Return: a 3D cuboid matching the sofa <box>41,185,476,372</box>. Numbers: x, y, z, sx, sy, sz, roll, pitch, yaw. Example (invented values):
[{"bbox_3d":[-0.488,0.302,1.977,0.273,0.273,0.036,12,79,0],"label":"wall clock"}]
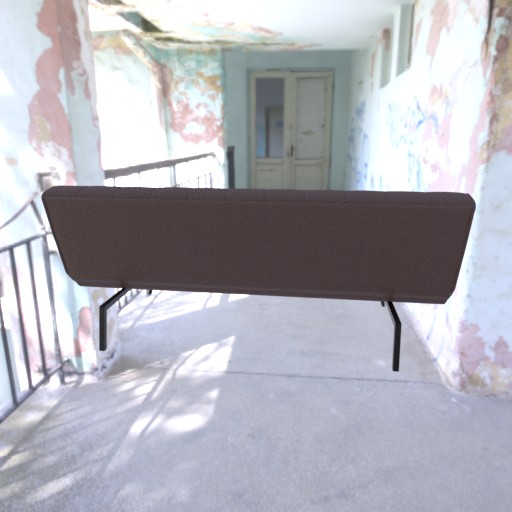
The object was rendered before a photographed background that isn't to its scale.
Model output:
[{"bbox_3d":[0.000,0.000,2.111,1.703,0.699,0.747,2,16,8],"label":"sofa"}]
